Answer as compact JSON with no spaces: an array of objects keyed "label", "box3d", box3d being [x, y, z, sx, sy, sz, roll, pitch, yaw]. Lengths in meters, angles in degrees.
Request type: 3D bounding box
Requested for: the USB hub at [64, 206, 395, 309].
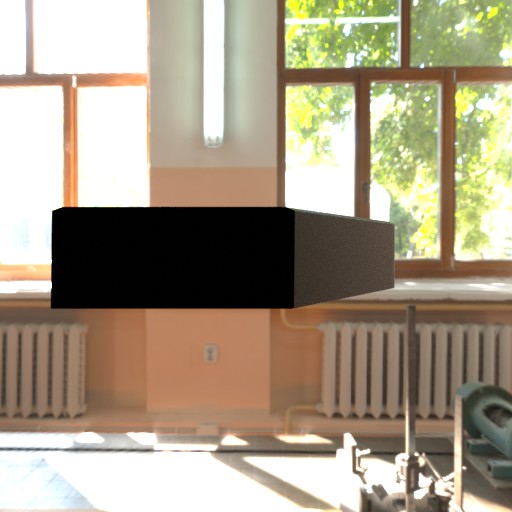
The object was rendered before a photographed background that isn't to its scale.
[{"label":"USB hub","box3d":[0.000,0.000,0.125,0.044,0.023,0.110,1,1,36]}]
